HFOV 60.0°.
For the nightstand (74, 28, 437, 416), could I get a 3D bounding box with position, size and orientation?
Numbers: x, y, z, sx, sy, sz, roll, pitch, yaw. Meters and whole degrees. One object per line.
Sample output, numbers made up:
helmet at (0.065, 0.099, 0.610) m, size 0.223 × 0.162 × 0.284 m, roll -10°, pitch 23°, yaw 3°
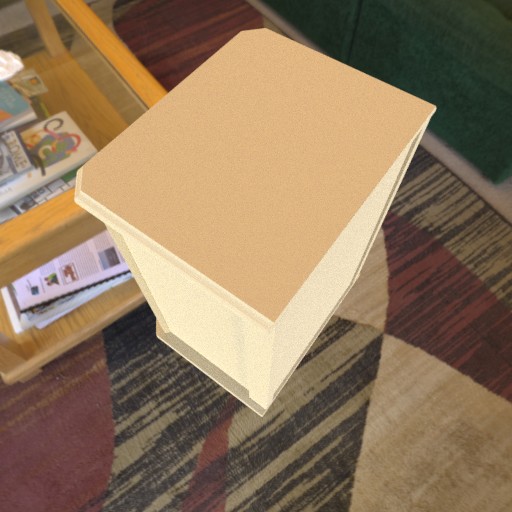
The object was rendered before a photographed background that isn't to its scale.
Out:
nightstand at (0.000, 0.000, 0.914) m, size 0.351 × 0.681 × 0.435 m, roll 33°, pitch 66°, yaw 16°
